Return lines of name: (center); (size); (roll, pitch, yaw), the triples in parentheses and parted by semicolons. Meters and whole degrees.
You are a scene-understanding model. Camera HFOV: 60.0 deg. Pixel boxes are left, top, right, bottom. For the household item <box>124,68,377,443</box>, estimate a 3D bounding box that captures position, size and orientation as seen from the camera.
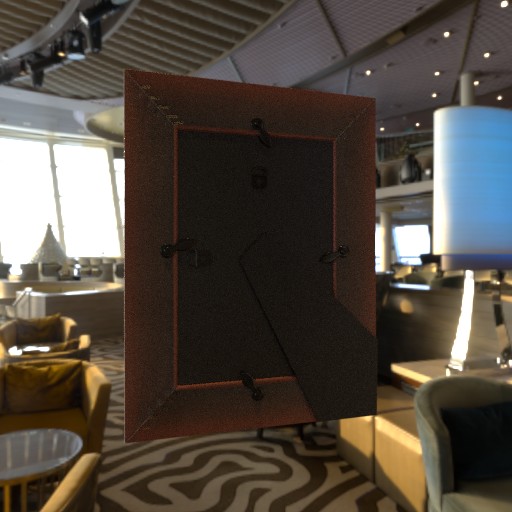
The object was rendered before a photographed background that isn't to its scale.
household item: (0.000, 0.000, 0.289); (0.165, 0.216, 0.025); (0, 0, -17)
